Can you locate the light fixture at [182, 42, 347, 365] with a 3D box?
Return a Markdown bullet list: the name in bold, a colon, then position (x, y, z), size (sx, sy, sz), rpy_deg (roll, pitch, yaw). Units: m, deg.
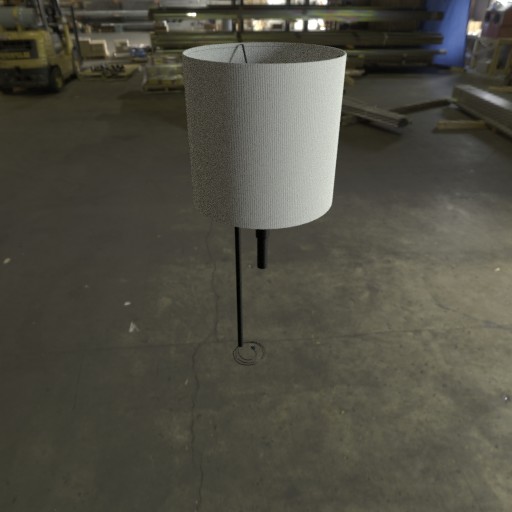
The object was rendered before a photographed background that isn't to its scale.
- **light fixture**: position (0.000, 0.000, 0.691), size (0.188, 0.589, 0.248), rpy_deg (-10, 33, -15)
